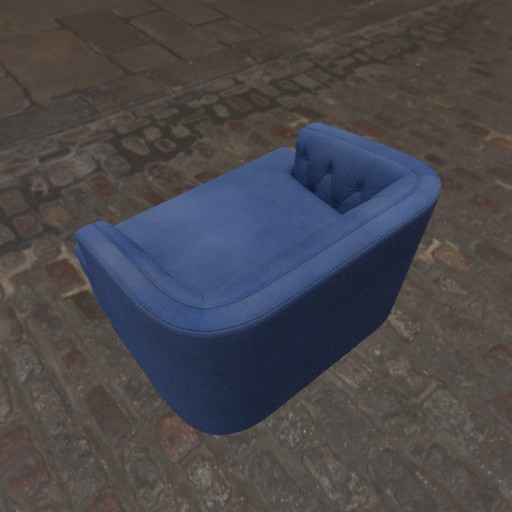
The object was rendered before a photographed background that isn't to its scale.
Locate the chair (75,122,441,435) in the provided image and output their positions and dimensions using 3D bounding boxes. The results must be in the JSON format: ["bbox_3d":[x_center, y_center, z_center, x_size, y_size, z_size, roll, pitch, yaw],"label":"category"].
[{"bbox_3d":[0.000,0.000,1.743,1.118,0.787,0.914,-30,54,-26],"label":"chair"}]
